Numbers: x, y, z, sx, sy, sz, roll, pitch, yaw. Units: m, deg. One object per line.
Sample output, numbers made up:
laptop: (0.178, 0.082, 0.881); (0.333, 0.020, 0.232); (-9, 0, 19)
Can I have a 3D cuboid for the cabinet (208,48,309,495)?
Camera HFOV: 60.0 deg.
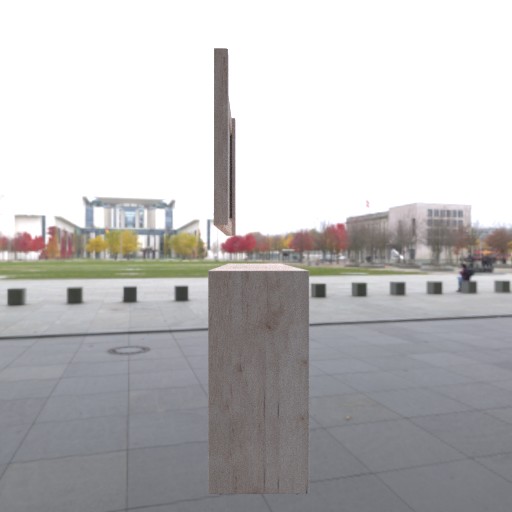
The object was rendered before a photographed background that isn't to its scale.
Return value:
cabinet: (0.000, 0.000, 2.685); (0.420, 1.981, 1.700); (0, 0, -1)
